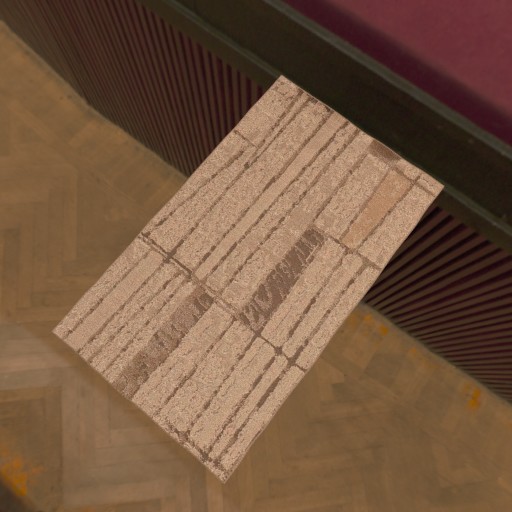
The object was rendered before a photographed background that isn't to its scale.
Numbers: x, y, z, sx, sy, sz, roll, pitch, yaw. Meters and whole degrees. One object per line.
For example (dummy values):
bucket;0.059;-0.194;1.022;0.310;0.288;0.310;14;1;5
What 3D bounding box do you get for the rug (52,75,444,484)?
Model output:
rug;0.000;0.000;1.059;0.515;0.007;0.867;38;79;9
